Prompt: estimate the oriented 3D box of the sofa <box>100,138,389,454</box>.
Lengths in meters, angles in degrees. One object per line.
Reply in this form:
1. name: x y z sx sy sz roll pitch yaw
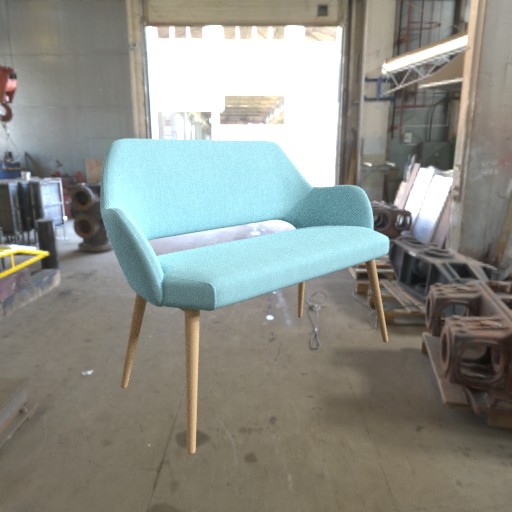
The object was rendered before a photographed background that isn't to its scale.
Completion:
1. sofa: 0.000 0.000 1.642 1.150 0.840 0.610 -13 19 -43
